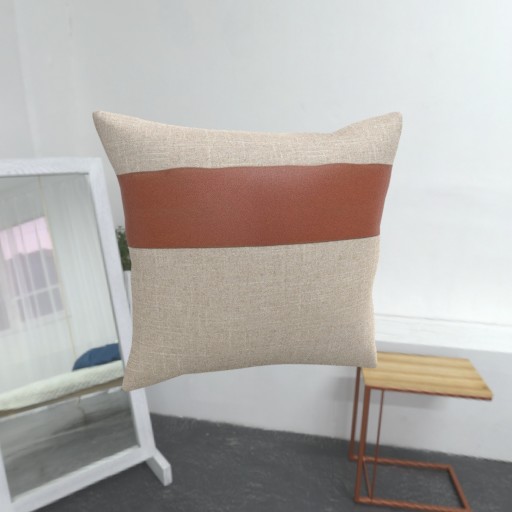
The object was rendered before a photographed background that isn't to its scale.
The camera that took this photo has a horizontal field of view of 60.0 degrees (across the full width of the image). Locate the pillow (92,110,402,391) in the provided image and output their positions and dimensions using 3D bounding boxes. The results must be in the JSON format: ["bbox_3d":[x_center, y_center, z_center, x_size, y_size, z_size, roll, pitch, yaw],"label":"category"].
[{"bbox_3d":[0.000,0.000,0.640,0.414,0.399,0.173,-3,16,-9],"label":"pillow"}]
